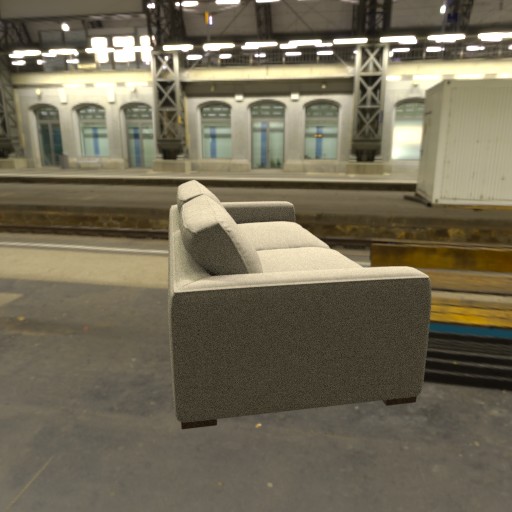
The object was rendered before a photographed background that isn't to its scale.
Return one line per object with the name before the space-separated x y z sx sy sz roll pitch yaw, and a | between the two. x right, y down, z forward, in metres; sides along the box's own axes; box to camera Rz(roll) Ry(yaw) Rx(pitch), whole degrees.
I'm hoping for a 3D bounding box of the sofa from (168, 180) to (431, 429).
sofa | 0.000 0.000 2.766 1.070 0.801 2.262 -3 15 -10
